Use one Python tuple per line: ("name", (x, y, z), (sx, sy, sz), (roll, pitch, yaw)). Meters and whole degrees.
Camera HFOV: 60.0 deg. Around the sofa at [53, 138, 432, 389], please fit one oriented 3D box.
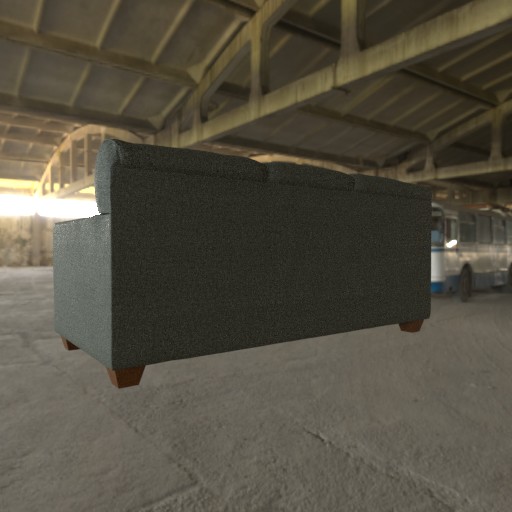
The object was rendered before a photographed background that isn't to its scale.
("sofa", (0.000, 0.000, 2.556), (2.024, 0.958, 0.997), (-1, 1, -36))
